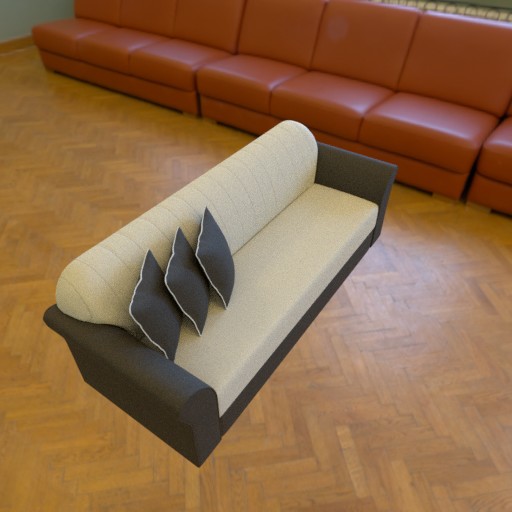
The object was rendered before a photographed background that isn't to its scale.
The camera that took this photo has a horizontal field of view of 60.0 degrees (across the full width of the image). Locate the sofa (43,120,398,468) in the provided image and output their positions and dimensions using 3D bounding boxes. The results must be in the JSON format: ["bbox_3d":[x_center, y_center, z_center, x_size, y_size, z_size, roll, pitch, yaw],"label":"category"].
[{"bbox_3d":[0.000,0.000,2.403,0.755,0.787,2.001,25,47,25],"label":"sofa"}]
